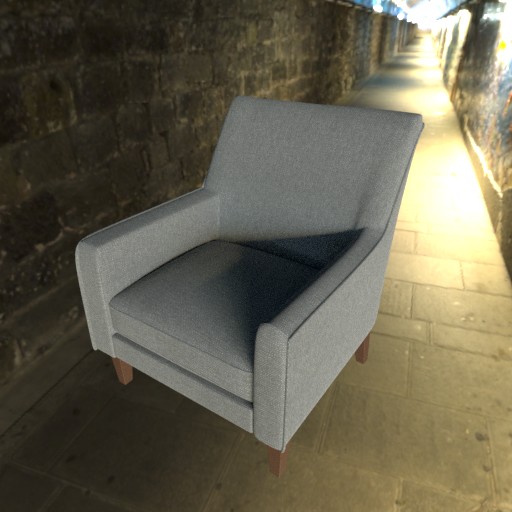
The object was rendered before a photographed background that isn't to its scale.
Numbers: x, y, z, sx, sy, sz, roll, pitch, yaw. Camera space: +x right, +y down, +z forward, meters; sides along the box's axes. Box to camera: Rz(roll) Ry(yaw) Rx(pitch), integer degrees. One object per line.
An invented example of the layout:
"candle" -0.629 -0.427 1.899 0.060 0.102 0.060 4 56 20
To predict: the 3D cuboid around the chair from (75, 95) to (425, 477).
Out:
"chair" 0.000 0.000 1.546 0.780 0.919 0.899 18 33 30
